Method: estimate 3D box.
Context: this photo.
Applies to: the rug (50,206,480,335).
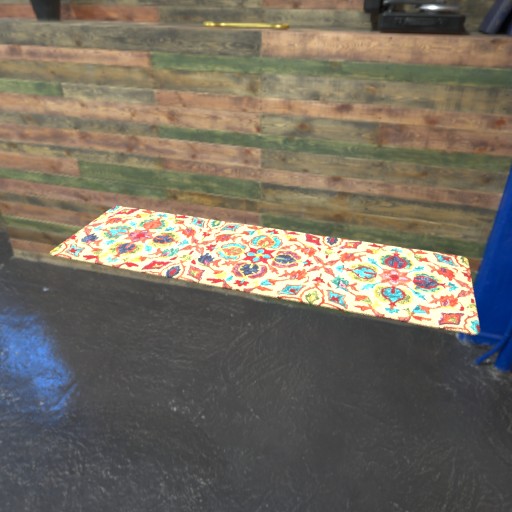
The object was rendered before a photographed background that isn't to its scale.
[{"bbox_3d":[0.000,0.000,2.504,2.273,0.016,0.693,9,32,15],"label":"rug"}]
